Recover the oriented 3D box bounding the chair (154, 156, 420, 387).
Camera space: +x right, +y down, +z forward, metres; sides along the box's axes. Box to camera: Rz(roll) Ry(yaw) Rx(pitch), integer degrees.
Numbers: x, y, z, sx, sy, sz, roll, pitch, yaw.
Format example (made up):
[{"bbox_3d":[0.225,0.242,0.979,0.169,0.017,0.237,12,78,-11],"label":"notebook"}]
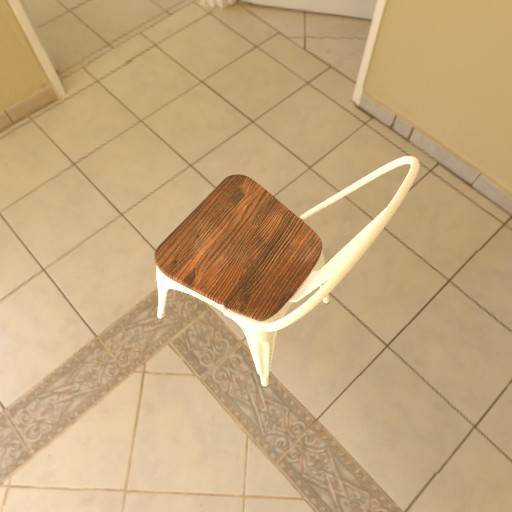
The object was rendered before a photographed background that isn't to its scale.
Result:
[{"bbox_3d":[0.000,0.000,1.160,0.521,0.851,0.452,34,68,16],"label":"chair"}]
